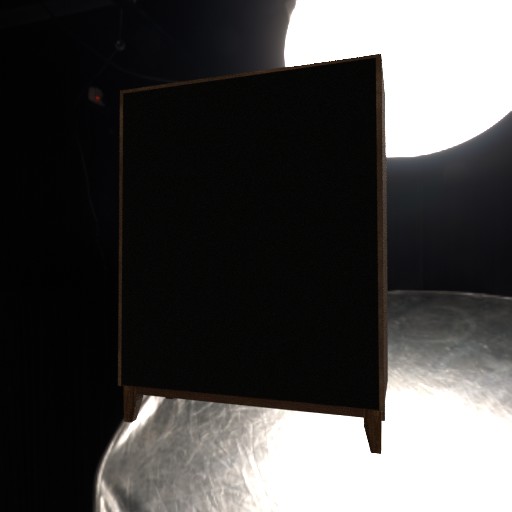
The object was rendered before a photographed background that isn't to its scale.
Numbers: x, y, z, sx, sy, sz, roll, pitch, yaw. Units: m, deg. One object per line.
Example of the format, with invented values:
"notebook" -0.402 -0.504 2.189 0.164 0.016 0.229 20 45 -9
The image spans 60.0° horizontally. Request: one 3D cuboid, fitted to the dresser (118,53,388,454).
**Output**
"dresser" 0.000 0.000 1.894 1.062 1.393 0.442 0 -1 18
